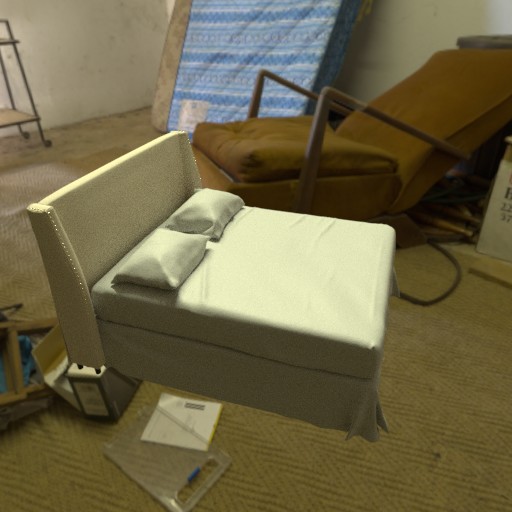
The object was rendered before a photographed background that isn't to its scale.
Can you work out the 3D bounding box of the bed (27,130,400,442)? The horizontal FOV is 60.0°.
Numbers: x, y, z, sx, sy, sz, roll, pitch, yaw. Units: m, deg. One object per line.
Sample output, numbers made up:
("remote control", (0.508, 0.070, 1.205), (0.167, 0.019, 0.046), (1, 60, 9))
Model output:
("bed", (0.000, 0.000, 3.416), (2.276, 1.332, 1.925), (9, 31, 16))
